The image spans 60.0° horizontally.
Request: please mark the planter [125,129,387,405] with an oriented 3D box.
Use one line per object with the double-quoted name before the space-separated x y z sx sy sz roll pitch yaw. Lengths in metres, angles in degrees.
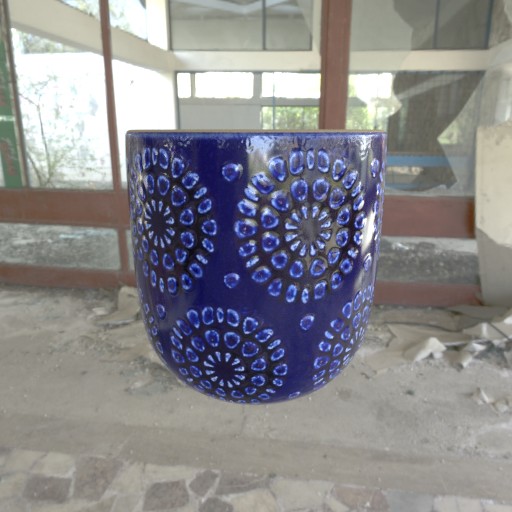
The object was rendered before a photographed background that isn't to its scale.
"planter" 0.000 0.000 0.204 0.109 0.112 0.109 0 16 0
